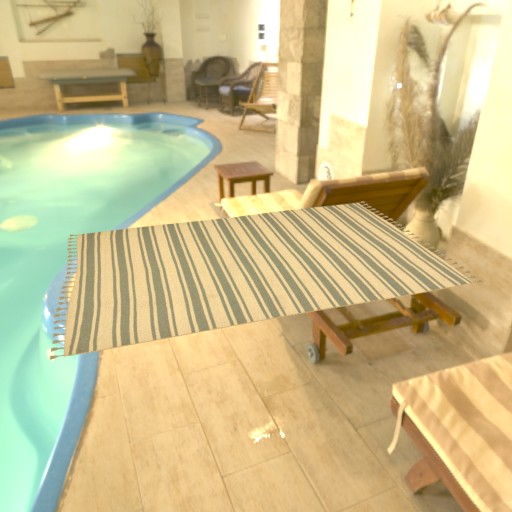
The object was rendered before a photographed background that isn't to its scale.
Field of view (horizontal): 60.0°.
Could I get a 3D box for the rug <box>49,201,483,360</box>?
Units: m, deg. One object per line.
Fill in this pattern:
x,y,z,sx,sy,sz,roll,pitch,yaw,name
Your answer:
0.000,0.000,2.515,2.084,0.009,1.222,-8,28,-15,rug
